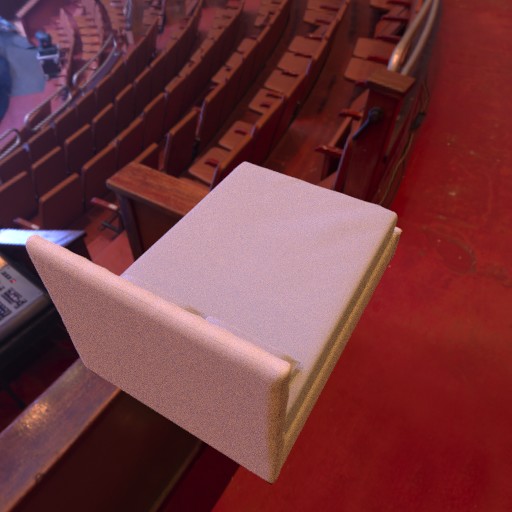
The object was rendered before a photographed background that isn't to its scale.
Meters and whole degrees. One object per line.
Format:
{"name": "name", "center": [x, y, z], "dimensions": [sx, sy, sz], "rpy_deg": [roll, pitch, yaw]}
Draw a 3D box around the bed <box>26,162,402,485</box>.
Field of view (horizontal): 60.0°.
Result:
{"name": "bed", "center": [0.000, 0.000, 3.406], "dimensions": [1.698, 1.427, 2.387], "rpy_deg": [23, 50, 21]}
